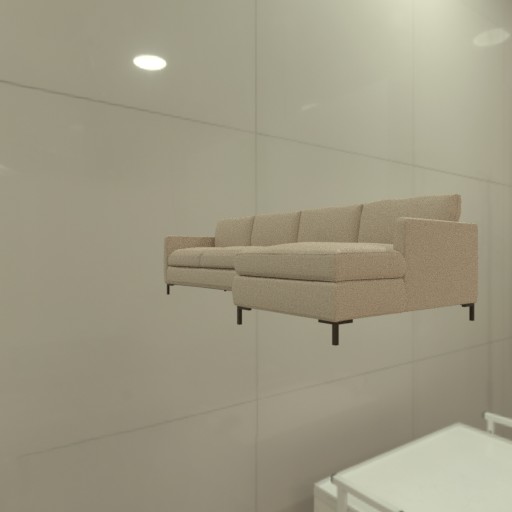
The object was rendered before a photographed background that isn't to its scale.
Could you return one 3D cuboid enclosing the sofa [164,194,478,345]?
[{"bbox_3d":[0.000,0.000,3.278,1.258,0.755,2.731,0,0,-37],"label":"sofa"}]
